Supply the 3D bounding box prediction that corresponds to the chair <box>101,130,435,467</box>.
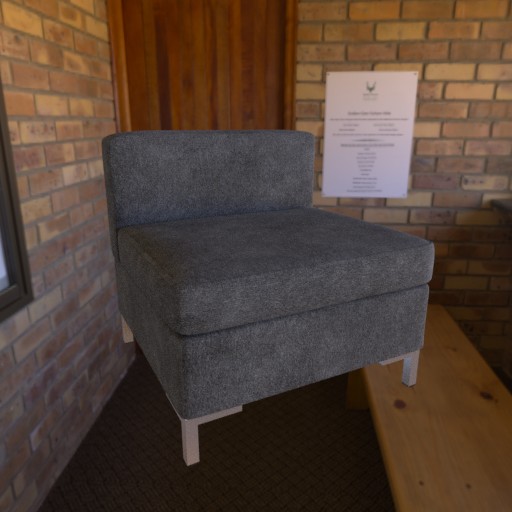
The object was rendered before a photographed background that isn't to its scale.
[{"bbox_3d":[0.000,0.000,1.219,0.680,0.660,0.680,-9,19,-26],"label":"chair"}]
